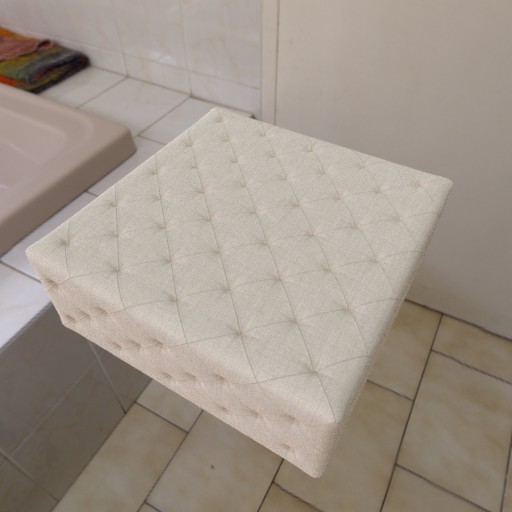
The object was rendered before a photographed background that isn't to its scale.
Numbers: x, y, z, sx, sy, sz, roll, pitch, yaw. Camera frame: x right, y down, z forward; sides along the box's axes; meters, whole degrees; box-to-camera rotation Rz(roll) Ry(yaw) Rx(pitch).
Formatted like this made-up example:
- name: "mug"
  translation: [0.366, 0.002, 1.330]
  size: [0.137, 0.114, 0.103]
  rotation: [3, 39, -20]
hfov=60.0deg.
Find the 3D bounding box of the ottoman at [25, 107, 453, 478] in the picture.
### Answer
- name: "ottoman"
  translation: [0.000, 0.000, 1.587]
  size: [1.028, 0.439, 1.028]
  rotation: [24, 51, 21]
